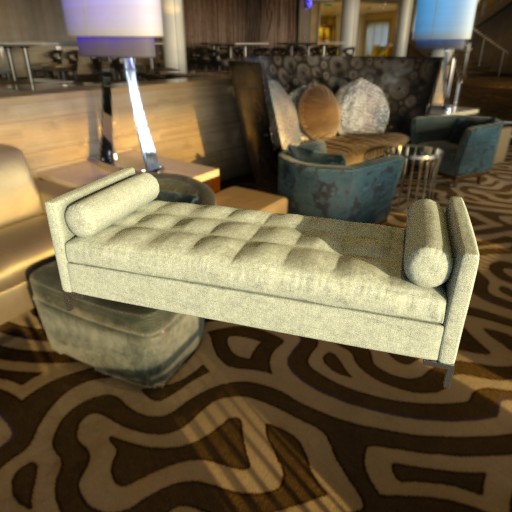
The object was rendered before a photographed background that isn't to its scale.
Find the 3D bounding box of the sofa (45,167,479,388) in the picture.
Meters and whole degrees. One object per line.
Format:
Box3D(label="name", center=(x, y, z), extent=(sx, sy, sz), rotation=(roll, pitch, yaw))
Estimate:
Box3D(label="sofa", center=(0.000, 0.000, 2.464), extent=(2.102, 0.657, 0.797), rotation=(8, 27, 16))
